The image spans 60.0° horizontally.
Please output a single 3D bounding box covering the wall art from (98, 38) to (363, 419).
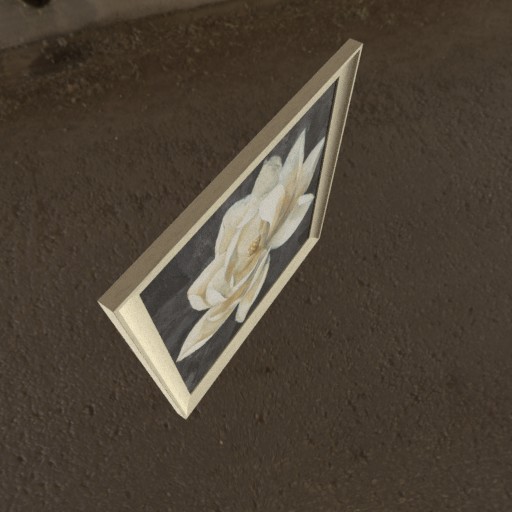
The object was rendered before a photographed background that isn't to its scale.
[{"bbox_3d":[0.000,0.000,1.496,0.045,1.016,1.016,31,64,17],"label":"wall art"}]
